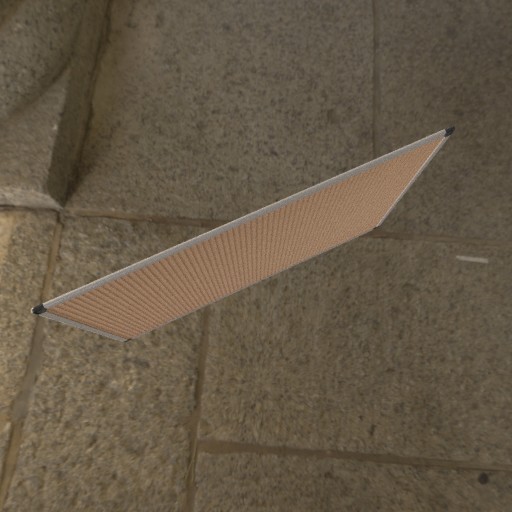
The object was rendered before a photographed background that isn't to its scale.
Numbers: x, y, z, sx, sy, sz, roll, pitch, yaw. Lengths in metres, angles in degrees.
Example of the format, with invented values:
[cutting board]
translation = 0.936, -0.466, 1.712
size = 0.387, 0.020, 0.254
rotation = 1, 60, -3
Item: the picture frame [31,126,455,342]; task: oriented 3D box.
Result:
[picture frame]
translation = 0.000, 0.000, 1.139
size = 0.900, 0.600, 0.010
rotation = -24, 75, -7
